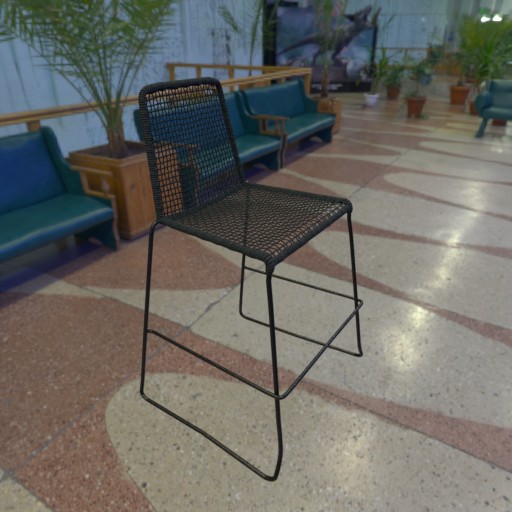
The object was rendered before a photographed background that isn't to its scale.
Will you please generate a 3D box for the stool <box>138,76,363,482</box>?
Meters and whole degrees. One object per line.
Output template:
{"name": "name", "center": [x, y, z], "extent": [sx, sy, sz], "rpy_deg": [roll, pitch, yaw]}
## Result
{"name": "stool", "center": [0.000, 0.000, 1.248], "extent": [0.509, 0.905, 0.590], "rpy_deg": [17, 31, 30]}
